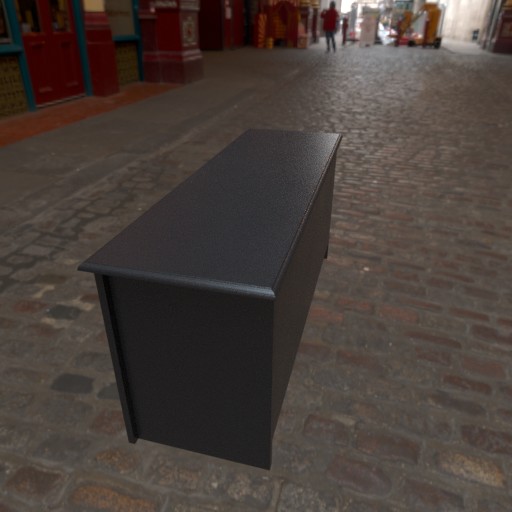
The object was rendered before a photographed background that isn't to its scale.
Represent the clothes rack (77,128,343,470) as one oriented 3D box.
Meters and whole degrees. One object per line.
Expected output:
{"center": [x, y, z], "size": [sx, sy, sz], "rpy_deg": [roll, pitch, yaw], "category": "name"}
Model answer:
{"center": [0.000, 0.000, 1.478], "size": [0.406, 0.556, 1.219], "rpy_deg": [7, 30, 13], "category": "clothes rack"}
